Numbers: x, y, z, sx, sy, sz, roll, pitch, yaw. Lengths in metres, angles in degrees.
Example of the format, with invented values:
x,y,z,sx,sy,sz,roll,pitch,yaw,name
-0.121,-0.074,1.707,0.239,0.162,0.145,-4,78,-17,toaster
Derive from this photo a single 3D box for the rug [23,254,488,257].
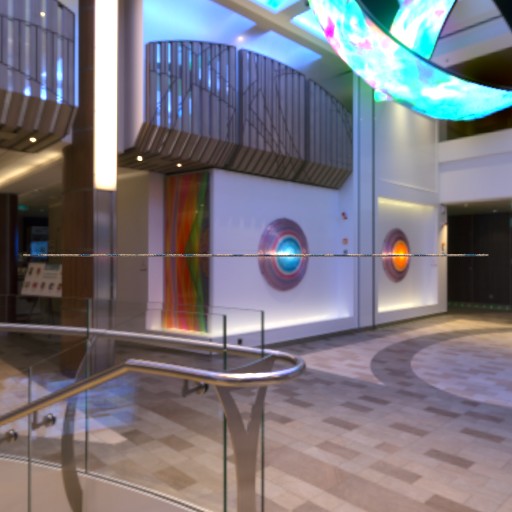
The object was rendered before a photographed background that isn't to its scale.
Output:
x,y,z,sx,sy,sz,roll,pitch,yaw,name
0.000,0.000,3.080,2.439,0.008,1.531,0,0,1,rug
